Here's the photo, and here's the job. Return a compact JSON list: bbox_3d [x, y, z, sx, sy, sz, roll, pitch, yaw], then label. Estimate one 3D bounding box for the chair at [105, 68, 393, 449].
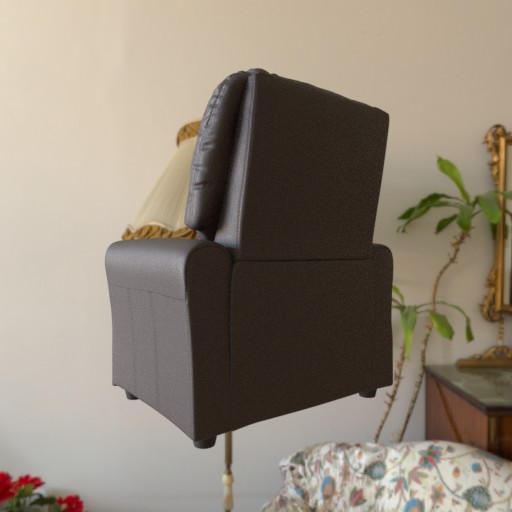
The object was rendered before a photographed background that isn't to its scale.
[{"bbox_3d":[0.000,0.000,1.103,0.610,0.709,0.521,0,1,-37],"label":"chair"}]
